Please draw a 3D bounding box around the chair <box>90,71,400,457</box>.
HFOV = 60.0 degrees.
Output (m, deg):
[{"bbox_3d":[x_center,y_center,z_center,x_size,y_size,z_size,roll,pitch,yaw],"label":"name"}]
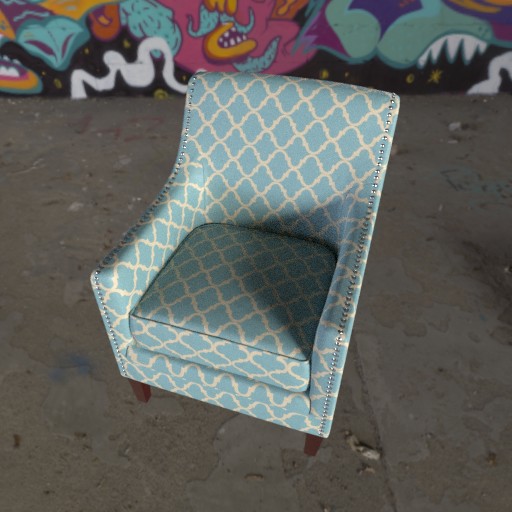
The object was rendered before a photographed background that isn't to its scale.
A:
[{"bbox_3d":[0.000,0.000,1.290,0.617,0.817,0.686,12,42,14],"label":"chair"}]
